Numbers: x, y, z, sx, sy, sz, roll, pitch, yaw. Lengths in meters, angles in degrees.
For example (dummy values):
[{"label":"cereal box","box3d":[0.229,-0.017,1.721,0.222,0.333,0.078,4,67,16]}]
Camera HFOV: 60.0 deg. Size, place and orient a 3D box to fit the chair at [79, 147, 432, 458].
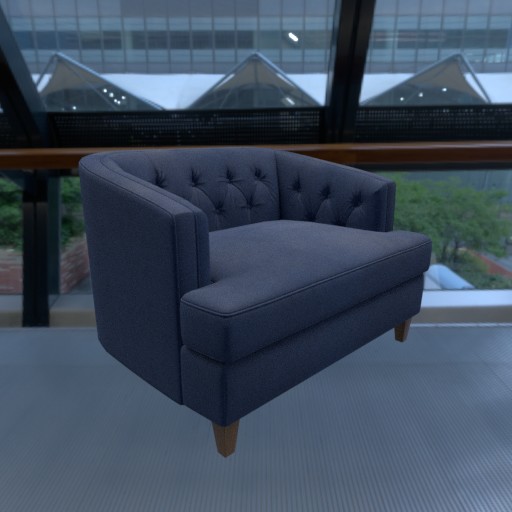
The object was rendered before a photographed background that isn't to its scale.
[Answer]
[{"label":"chair","box3d":[0.000,0.000,1.713,1.118,0.787,0.914,-15,21,-43]}]
